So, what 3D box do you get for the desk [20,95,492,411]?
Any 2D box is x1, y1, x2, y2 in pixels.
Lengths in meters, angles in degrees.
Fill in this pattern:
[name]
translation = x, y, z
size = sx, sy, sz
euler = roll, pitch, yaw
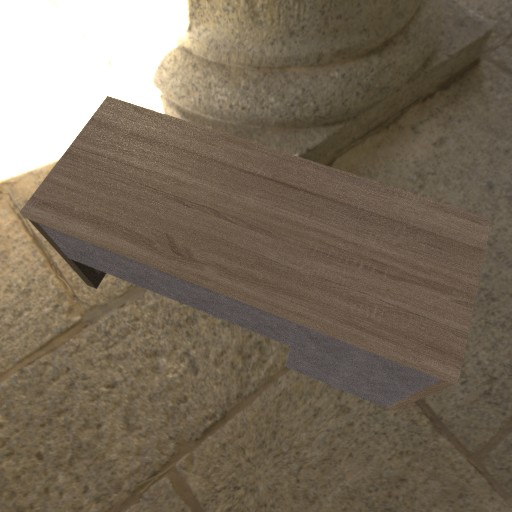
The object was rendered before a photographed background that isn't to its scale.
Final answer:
[desk]
translation = 0.000, 0.000, 2.058
size = 1.700, 0.760, 0.690
euler = 20, 66, 10
